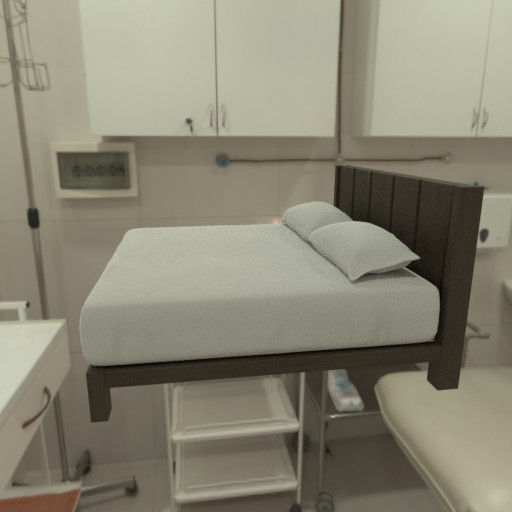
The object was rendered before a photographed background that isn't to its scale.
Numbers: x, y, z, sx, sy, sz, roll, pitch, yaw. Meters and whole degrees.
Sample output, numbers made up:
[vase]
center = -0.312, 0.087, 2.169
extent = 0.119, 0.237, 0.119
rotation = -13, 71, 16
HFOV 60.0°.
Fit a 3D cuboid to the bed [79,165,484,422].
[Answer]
[bed]
center = 0.000, 0.000, 3.475
extent = 2.238, 1.261, 2.143
rotation = -2, 15, -9
